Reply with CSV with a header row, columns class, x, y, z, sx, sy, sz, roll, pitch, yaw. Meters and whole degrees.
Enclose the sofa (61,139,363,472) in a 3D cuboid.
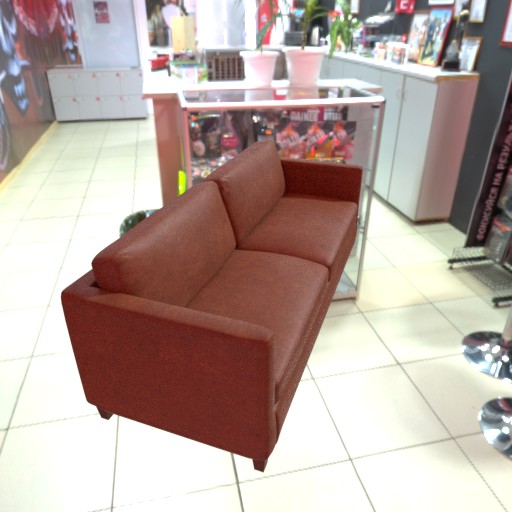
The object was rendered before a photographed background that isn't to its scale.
class,x,y,z,sx,sy,sz,roll,pitch,yaw
sofa,0.000,0.000,2.703,0.950,0.932,2.204,10,30,18
